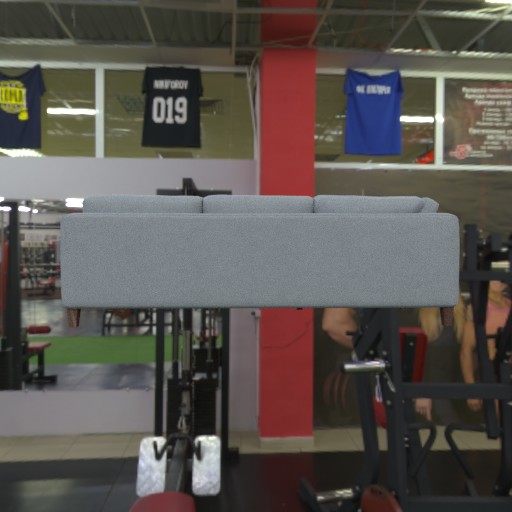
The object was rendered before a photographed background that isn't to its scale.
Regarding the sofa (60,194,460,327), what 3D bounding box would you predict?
[{"bbox_3d":[0.000,0.000,4.367,2.551,0.853,3.238,0,1,-1],"label":"sofa"}]
